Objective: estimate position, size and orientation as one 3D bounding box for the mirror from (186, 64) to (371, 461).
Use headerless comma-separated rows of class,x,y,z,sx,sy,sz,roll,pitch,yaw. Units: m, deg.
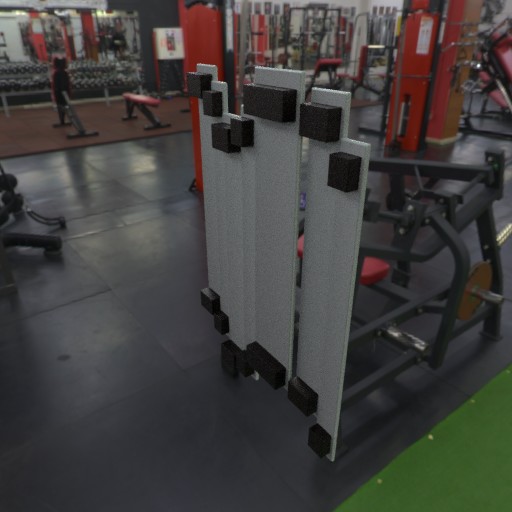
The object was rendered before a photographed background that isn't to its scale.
mirror,0.000,0.000,0.775,0.058,0.611,0.445,-17,32,-31
